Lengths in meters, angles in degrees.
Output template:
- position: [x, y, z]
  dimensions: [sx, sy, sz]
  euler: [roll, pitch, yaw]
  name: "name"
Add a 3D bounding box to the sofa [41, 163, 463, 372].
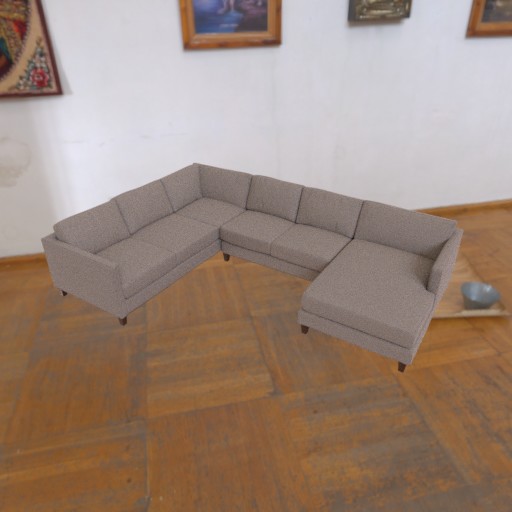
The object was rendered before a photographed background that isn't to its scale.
- position: [0.000, 0.000, 4.496]
  dimensions: [3.438, 0.865, 2.424]
  euler: [18, 35, 28]
  name: "sofa"
